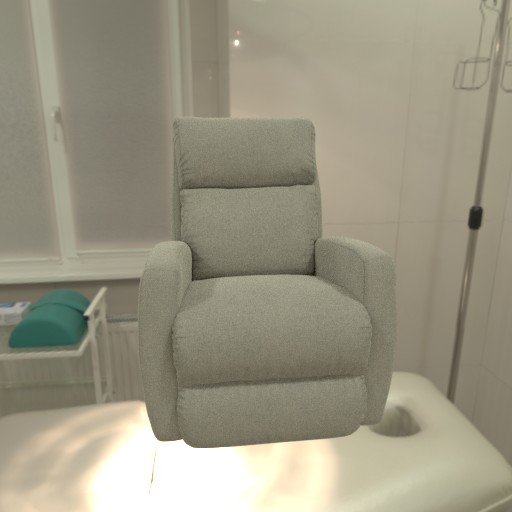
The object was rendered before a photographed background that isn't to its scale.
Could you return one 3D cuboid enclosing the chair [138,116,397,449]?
[{"bbox_3d":[0.000,0.000,1.670,0.794,1.021,0.940,-2,16,-7],"label":"chair"}]
